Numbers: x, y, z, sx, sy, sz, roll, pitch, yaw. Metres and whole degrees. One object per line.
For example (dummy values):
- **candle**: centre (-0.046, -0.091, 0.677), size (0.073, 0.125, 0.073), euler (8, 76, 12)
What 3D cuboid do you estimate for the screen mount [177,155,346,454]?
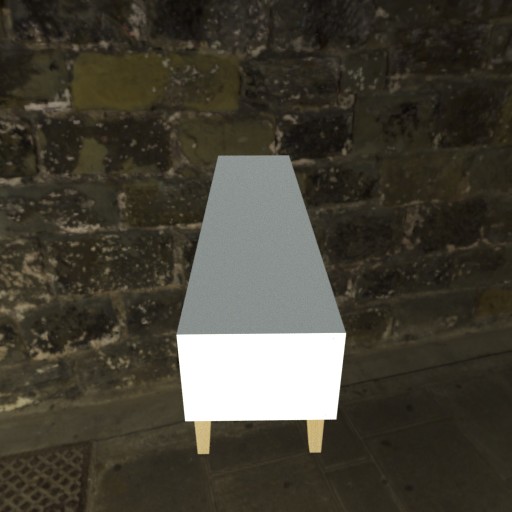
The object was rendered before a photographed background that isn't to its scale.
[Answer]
- **screen mount**: centre (0.000, 0.000, 1.872), size (0.399, 0.432, 1.644), euler (0, 27, -1)
